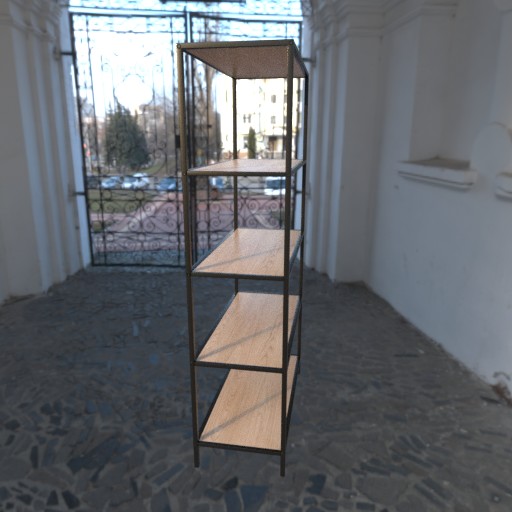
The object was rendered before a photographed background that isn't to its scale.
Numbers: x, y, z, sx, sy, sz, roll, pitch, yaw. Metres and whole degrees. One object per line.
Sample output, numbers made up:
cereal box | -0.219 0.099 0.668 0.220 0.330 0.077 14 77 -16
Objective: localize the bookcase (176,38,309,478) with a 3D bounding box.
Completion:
bookcase | 0.000 0.000 1.848 0.350 1.500 0.770 3 15 9
